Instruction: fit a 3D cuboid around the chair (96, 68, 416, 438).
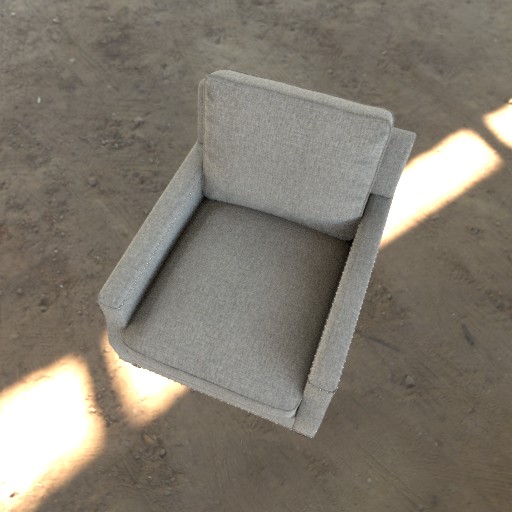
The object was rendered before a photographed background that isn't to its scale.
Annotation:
[{"bbox_3d":[0.000,0.000,1.698,0.853,0.943,1.014,19,60,11],"label":"chair"}]
